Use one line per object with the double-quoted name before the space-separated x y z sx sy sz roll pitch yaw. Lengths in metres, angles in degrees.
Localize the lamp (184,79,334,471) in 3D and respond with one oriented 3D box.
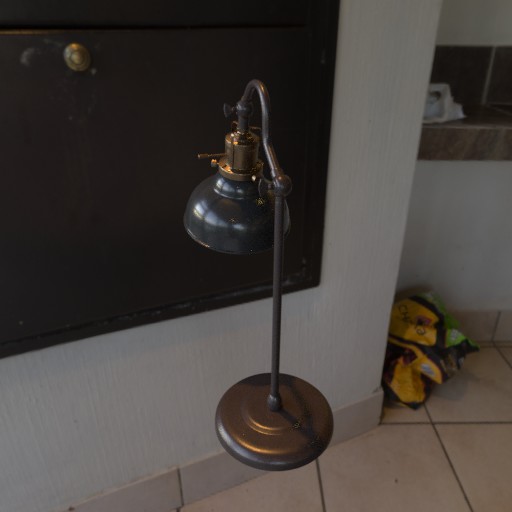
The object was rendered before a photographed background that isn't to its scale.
"lamp" 0.000 0.000 0.684 0.192 0.508 0.374 -9 28 -17
